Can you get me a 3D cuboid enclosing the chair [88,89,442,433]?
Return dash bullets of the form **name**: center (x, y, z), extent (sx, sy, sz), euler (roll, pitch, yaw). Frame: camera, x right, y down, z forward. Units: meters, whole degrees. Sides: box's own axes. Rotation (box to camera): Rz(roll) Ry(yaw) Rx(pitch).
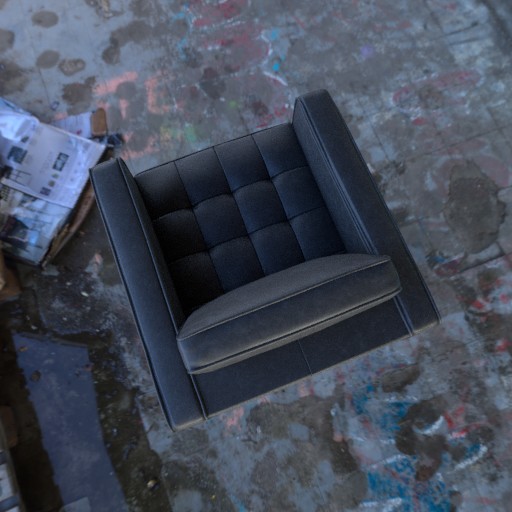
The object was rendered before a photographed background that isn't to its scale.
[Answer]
- **chair**: center (0.000, 0.000, 1.593), extent (0.889, 0.763, 0.914), euler (-21, 75, -6)
